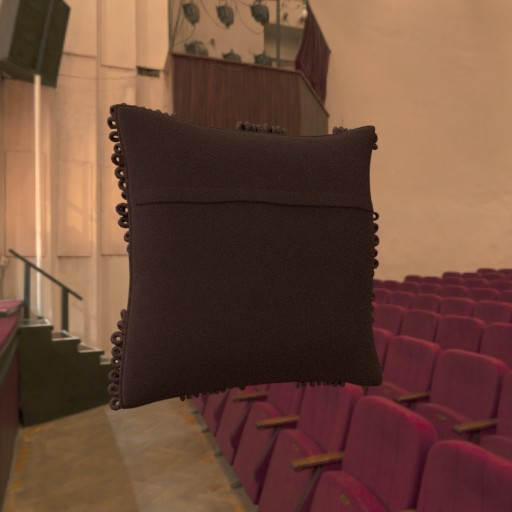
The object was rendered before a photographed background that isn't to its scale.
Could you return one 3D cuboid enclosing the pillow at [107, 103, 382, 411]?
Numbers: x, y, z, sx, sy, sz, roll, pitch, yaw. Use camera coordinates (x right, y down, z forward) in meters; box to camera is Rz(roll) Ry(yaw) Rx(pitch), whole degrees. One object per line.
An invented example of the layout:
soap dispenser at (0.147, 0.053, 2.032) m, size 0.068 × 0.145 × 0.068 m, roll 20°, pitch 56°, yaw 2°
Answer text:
pillow at (0.000, 0.000, 0.737) m, size 0.470 × 0.467 × 0.172 m, roll 0°, pitch 0°, yaw -18°
